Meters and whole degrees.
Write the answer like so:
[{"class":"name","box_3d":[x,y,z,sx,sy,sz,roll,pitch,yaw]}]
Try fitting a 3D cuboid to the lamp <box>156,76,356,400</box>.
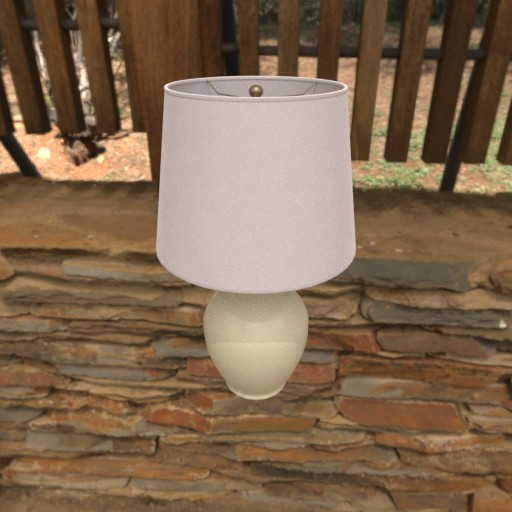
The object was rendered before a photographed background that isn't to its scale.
[{"class":"lamp","box_3d":[0.000,0.000,0.551,0.239,0.399,0.239,0,27,0]}]
